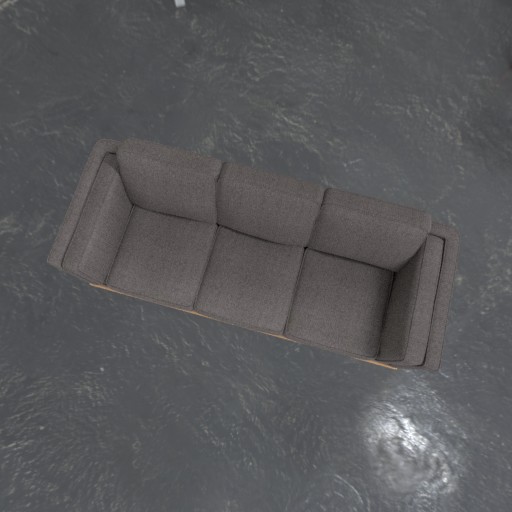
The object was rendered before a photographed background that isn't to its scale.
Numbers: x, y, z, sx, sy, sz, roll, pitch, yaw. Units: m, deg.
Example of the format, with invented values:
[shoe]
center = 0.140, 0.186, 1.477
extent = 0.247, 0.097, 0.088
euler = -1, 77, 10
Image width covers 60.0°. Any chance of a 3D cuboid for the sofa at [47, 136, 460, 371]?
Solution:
[sofa]
center = 0.000, 0.000, 2.865
extent = 2.362, 0.899, 0.903
euler = 15, 76, 4
